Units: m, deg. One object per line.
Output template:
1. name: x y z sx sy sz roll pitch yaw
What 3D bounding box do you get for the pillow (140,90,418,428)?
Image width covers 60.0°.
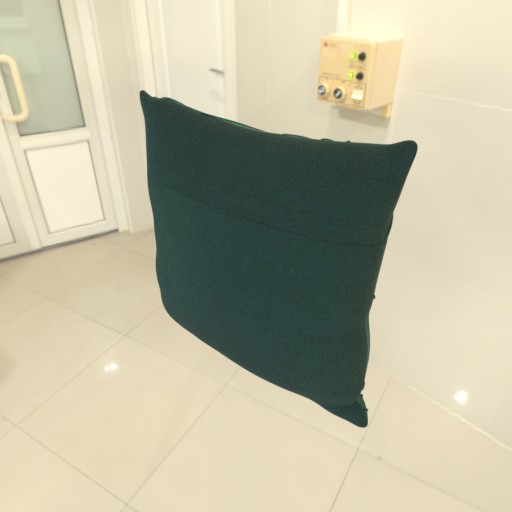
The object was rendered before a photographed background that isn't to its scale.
1. pillow: 0.000 0.000 0.673 0.439 0.440 0.184 23 39 31
